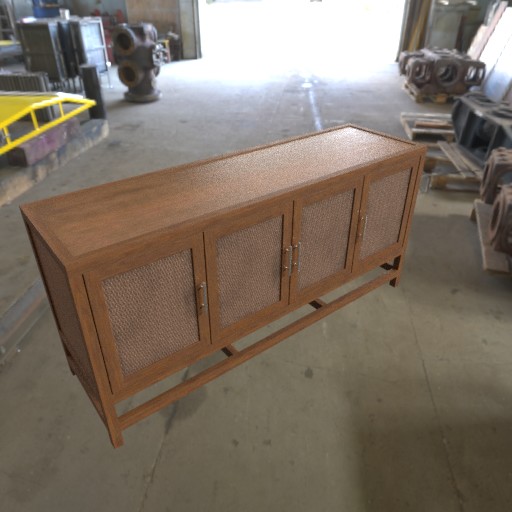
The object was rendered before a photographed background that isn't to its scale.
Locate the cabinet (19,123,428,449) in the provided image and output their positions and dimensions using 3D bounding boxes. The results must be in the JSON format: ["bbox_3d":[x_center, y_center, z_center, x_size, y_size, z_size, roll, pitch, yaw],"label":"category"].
[{"bbox_3d":[0.000,0.000,2.045,1.708,0.820,0.522,-22,38,-31],"label":"cabinet"}]
